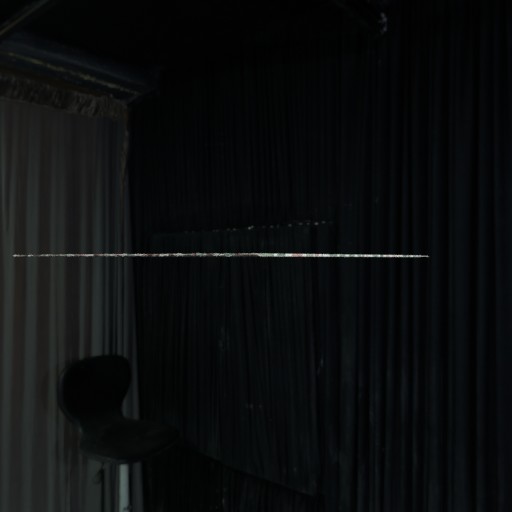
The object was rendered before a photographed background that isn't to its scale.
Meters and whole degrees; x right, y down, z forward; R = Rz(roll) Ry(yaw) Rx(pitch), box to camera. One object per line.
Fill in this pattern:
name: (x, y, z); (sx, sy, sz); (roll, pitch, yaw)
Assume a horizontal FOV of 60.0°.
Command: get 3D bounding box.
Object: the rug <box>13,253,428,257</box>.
rug: (0.000, 0.000, 2.232); (1.219, 0.010, 1.829); (0, 0, 35)
